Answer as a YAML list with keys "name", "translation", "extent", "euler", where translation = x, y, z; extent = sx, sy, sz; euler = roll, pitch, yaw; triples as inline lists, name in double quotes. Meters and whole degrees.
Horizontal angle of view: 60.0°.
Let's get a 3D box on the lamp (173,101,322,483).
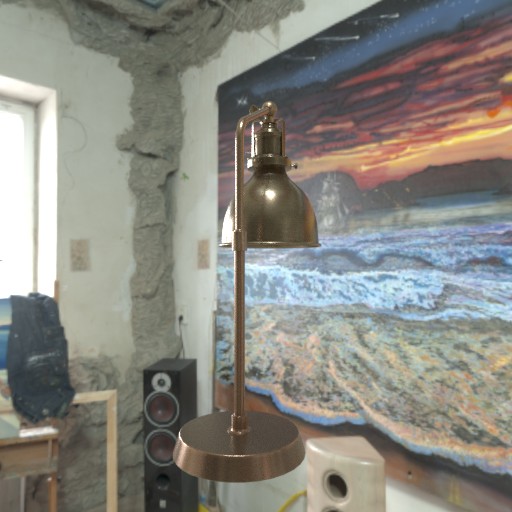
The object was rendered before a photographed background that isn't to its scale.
- name: "lamp"
  translation: [0.000, 0.000, 0.584]
  extent: [0.153, 0.456, 0.286]
  euler: [0, -1, 17]
